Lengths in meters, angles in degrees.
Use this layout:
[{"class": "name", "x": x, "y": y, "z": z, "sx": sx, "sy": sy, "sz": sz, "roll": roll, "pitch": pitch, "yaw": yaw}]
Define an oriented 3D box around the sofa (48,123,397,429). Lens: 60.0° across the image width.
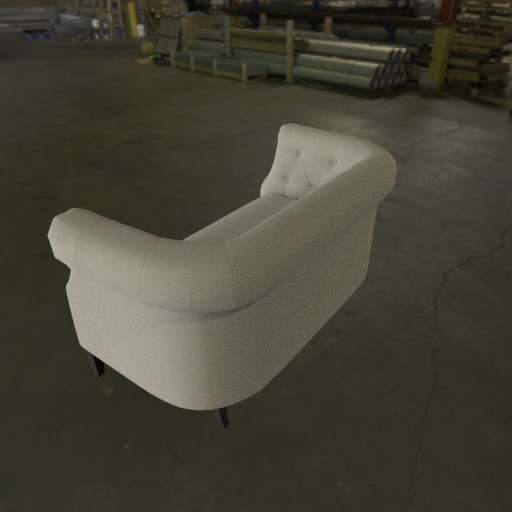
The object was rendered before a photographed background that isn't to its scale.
[{"class": "sofa", "x": 0.000, "y": 0.000, "z": 2.022, "sx": 0.835, "sy": 0.827, "sz": 1.558, "roll": 21, "pitch": 37, "yaw": 30}]
